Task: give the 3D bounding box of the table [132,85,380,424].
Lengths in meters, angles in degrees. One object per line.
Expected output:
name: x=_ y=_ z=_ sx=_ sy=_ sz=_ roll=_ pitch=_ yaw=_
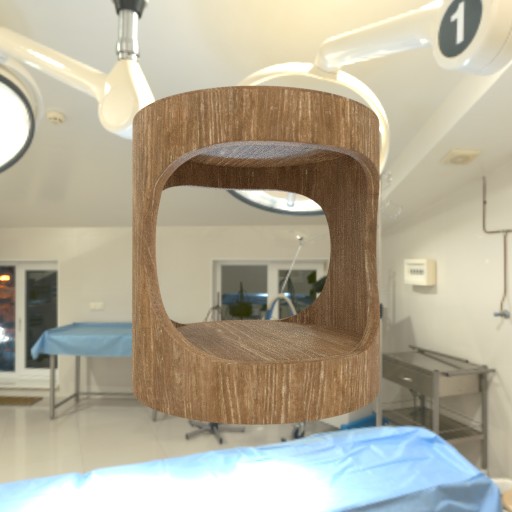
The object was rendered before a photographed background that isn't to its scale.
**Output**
table: x=0.000 y=0.000 z=0.981 sx=0.527 sy=0.551 sz=0.527 roll=0 pitch=0 yaw=0
